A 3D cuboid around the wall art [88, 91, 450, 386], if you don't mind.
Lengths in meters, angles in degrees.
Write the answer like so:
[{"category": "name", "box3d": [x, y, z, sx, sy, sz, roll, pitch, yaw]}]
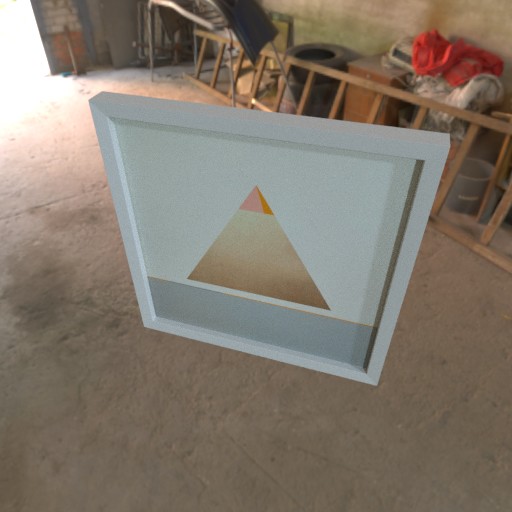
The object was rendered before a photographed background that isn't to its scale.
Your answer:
[{"category": "wall art", "box3d": [0.000, 0.000, 1.970, 1.289, 1.291, 0.098, 11, 42, 13]}]
